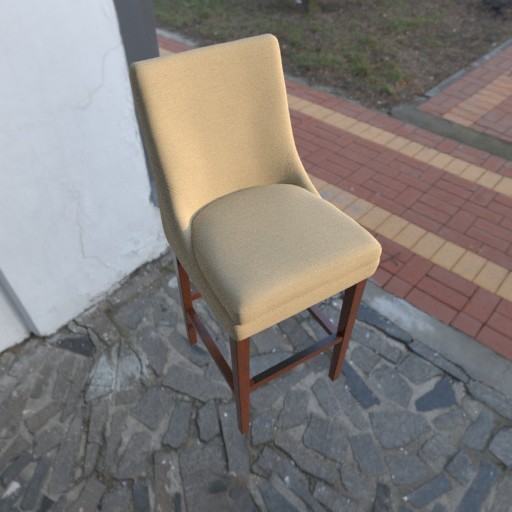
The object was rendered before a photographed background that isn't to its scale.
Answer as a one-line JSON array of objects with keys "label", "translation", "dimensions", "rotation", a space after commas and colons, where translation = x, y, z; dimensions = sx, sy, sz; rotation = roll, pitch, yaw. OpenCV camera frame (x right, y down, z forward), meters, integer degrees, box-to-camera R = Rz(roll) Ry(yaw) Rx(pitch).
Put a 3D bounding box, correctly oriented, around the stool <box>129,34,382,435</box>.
[{"label": "stool", "translation": [0.000, 0.000, 1.360], "dimensions": [0.470, 1.078, 0.577], "rotation": [-23, 50, -21]}]
